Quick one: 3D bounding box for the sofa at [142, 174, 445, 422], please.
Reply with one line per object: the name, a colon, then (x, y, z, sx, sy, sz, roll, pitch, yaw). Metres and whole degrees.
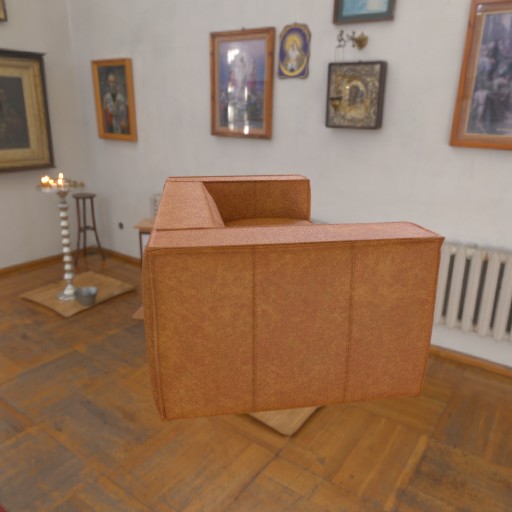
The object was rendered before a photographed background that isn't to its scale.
sofa: (0.000, 0.000, 2.539, 1.102, 0.703, 2.088, -3, 17, -9)
